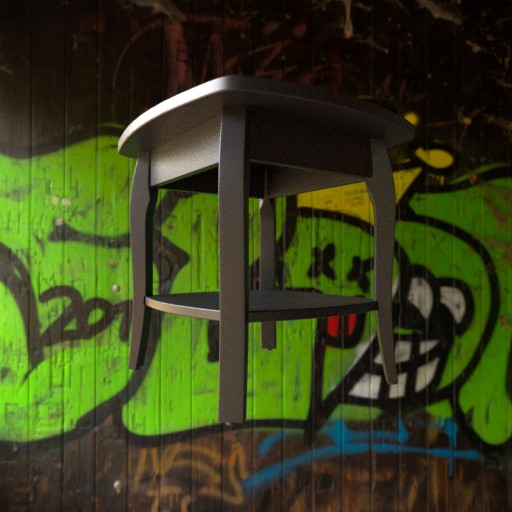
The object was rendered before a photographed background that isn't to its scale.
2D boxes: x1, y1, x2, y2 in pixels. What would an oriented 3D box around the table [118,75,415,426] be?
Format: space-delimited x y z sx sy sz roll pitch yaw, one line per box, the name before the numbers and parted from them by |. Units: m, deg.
table | 0.000 0.000 0.847 0.457 0.457 0.508 0 -1 -35
